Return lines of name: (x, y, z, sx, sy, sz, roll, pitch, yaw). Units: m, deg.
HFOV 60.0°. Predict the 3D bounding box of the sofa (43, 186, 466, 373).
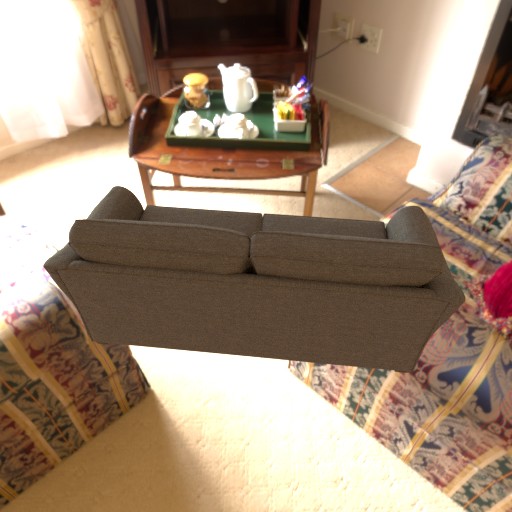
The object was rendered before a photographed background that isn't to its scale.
sofa: (0.000, 0.000, 2.843, 2.270, 0.950, 0.971, 4, 46, 4)
